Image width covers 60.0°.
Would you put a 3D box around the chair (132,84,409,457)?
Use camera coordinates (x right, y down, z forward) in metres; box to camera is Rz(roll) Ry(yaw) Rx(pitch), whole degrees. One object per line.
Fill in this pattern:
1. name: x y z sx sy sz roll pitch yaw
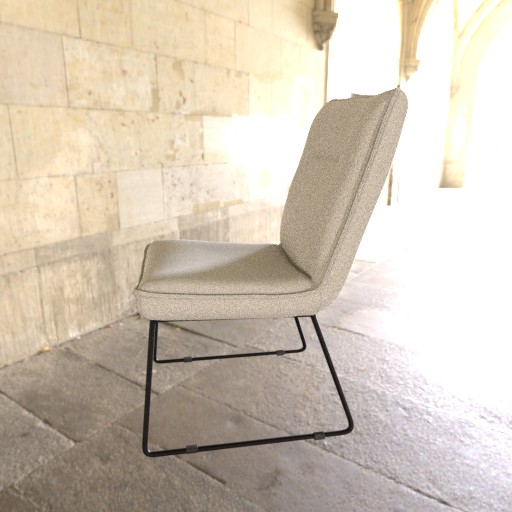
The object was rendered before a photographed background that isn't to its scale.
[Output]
1. chair: 0.000 0.000 1.325 0.688 0.930 0.515 -3 15 -9
